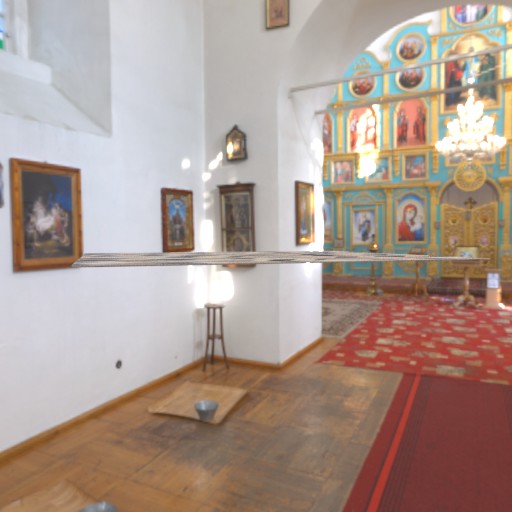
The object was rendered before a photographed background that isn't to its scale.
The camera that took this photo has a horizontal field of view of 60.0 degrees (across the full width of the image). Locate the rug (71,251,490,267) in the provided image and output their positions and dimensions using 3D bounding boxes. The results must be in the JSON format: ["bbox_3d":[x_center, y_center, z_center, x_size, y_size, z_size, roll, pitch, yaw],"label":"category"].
[{"bbox_3d":[0.000,0.000,4.147,3.072,0.011,2.451,-1,2,-19],"label":"rug"}]
